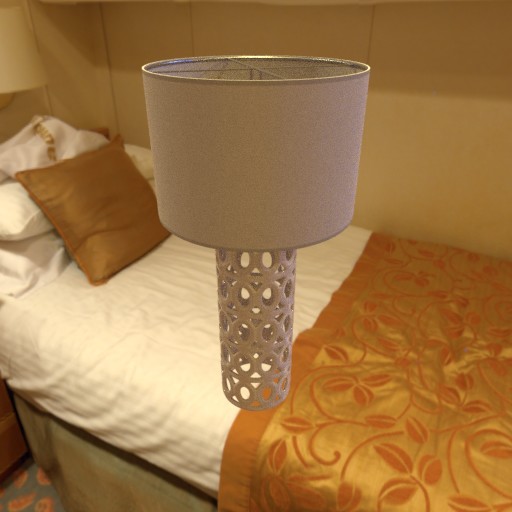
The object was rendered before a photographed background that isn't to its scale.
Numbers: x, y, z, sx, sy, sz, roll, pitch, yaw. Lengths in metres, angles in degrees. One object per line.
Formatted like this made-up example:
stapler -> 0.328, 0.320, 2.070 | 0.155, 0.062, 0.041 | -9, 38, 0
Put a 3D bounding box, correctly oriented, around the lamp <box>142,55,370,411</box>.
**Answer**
lamp -> 0.000, 0.000, 0.800 | 0.324, 0.636, 0.325 | -9, 30, -15
